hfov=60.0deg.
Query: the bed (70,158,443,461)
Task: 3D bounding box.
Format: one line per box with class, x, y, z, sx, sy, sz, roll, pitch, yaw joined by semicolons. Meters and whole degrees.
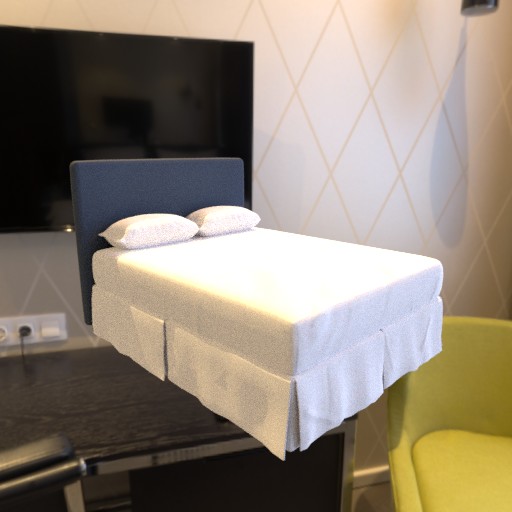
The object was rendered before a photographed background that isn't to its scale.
bed;0.000;0.000;3.160;1.713;1.330;2.162;-13;19;-43
